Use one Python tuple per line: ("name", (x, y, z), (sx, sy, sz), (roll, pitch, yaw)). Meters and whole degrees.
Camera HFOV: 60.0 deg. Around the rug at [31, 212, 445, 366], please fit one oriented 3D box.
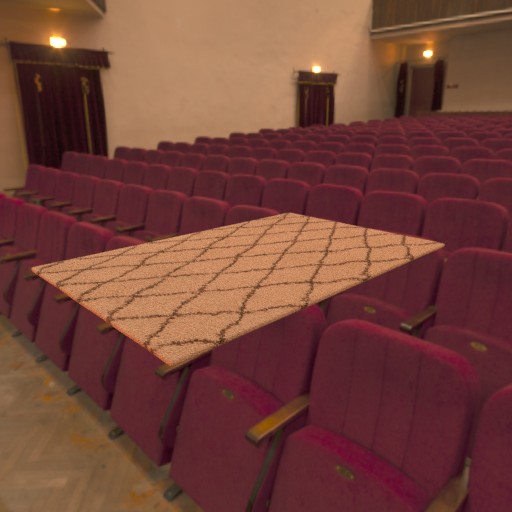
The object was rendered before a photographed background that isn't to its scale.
("rug", (0.000, 0.000, 3.449), (2.743, 0.030, 1.778), (-16, 24, -41))
